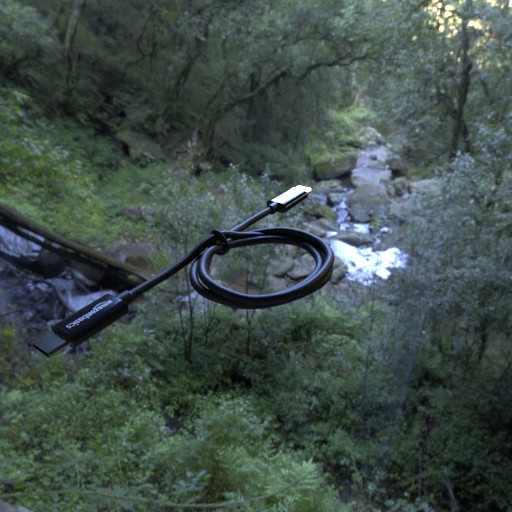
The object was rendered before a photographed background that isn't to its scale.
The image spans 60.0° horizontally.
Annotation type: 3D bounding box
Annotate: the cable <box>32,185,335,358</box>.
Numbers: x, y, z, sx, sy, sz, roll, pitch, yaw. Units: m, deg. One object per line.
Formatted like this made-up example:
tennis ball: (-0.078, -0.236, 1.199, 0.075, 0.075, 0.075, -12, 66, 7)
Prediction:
cable: (0.000, 0.000, 0.207, 0.070, 0.014, 0.186, 20, 36, 30)
